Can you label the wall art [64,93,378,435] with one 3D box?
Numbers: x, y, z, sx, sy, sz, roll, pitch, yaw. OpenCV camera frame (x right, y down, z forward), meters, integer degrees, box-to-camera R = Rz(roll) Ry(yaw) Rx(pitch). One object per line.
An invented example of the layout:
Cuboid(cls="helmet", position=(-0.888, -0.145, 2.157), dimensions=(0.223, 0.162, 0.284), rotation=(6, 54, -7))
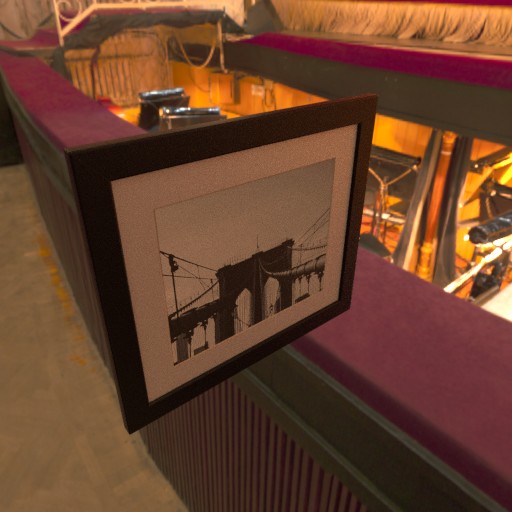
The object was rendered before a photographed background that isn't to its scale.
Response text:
Cuboid(cls="wall art", position=(0.000, 0.000, 0.727), dimensions=(0.521, 0.450, 0.018), rotation=(-22, 37, -33))
